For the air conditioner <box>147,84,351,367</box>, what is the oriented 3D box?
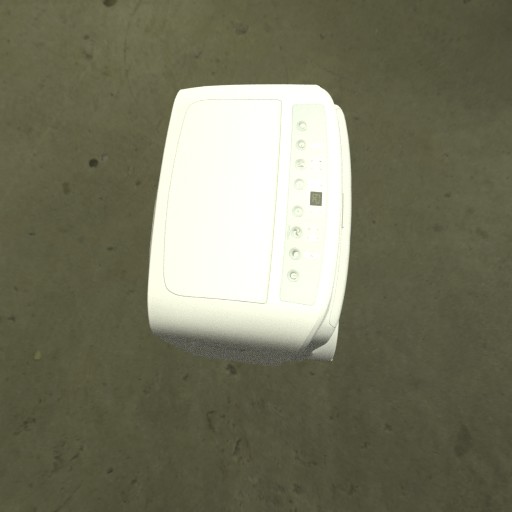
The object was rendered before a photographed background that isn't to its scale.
[{"bbox_3d":[0.000,0.000,0.962,0.365,0.700,0.454,4,76,1],"label":"air conditioner"}]
